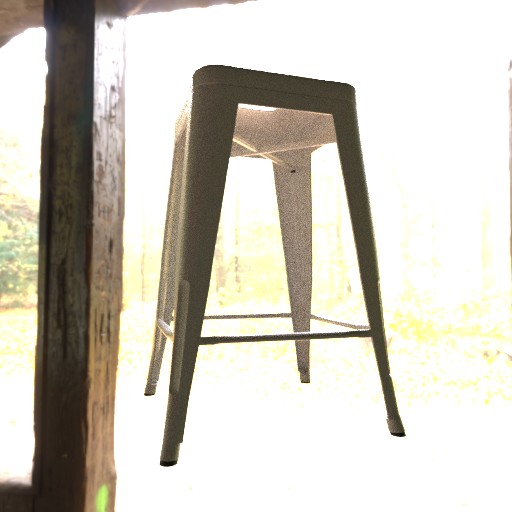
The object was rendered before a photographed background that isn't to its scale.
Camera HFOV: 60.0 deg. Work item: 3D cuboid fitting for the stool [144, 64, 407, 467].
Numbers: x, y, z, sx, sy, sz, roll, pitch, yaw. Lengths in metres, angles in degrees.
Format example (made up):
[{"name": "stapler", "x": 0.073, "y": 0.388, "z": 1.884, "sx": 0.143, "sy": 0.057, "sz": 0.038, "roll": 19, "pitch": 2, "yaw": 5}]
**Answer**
[{"name": "stool", "x": 0.000, "y": 0.000, "z": 0.880, "sx": 0.406, "sy": 0.610, "sz": 0.406, "roll": 1, "pitch": -3, "yaw": -17}]
